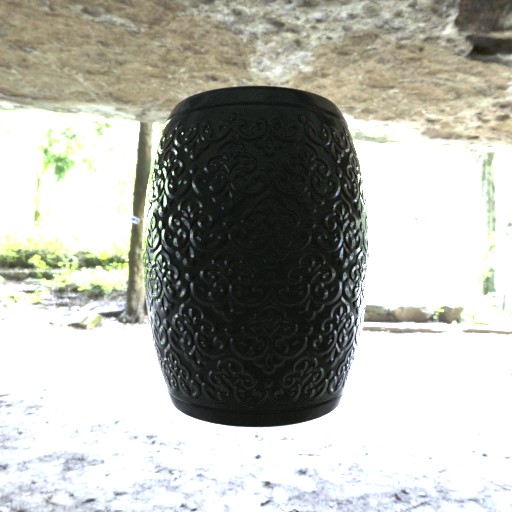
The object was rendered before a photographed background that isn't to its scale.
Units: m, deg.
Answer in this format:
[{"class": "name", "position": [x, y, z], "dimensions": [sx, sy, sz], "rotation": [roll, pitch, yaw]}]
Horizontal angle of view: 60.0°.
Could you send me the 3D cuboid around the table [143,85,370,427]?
[{"class": "table", "position": [0.000, 0.000, 0.623], "dimensions": [0.309, 0.397, 0.309], "rotation": [0, 1, 0]}]
